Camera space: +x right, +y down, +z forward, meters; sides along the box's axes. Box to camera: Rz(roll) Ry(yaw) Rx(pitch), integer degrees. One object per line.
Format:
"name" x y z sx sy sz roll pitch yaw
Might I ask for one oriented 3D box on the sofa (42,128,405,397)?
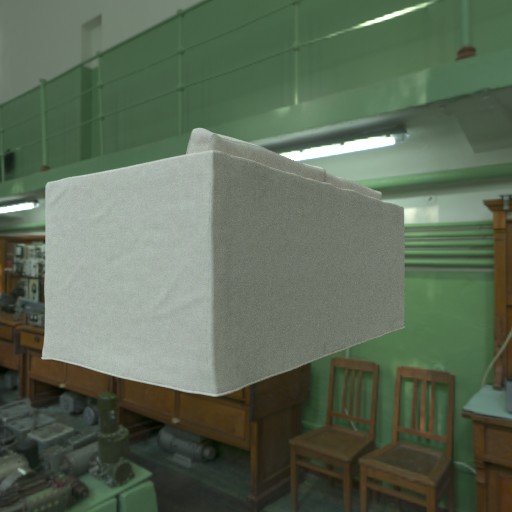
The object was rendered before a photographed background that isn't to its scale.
"sofa" 0.000 0.000 2.208 0.962 0.835 1.719 0 -1 36
